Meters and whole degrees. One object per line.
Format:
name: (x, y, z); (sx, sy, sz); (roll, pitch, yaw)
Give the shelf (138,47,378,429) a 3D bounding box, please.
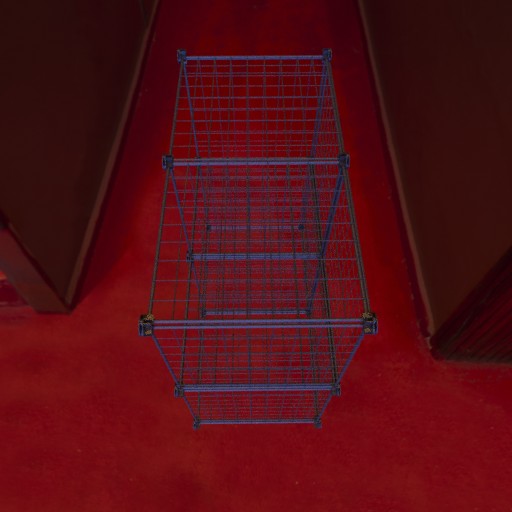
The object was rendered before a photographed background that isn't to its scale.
shelf: (0.000, 0.000, 1.141); (0.356, 0.711, 0.711); (0, 58, 0)
